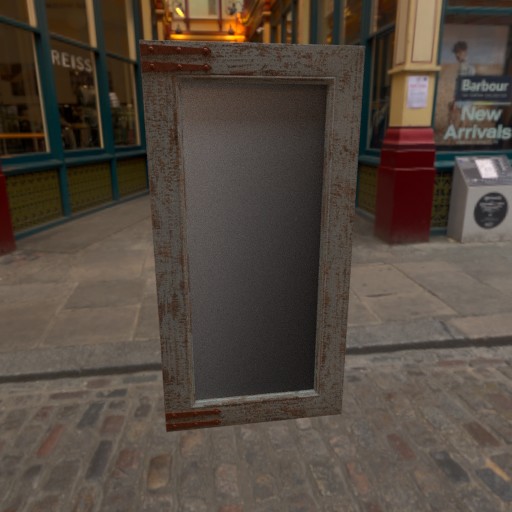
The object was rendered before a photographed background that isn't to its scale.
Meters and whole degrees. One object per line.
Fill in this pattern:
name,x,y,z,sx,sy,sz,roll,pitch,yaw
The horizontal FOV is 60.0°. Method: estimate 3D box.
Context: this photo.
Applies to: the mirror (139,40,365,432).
mirror,0.000,0.000,1.056,0.472,0.922,0.027,-3,17,-9
